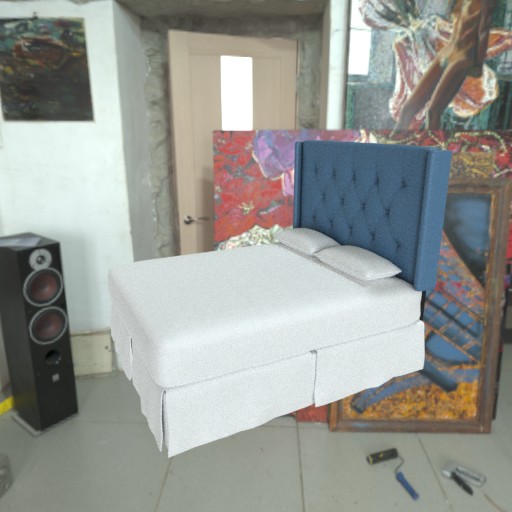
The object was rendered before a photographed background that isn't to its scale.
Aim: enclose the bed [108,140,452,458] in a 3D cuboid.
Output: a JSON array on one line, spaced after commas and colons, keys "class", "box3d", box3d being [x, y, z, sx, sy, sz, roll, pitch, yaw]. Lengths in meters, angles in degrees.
[{"class": "bed", "box3d": [0.000, 0.000, 3.423, 2.078, 1.665, 1.719, -8, 19, -26]}]
